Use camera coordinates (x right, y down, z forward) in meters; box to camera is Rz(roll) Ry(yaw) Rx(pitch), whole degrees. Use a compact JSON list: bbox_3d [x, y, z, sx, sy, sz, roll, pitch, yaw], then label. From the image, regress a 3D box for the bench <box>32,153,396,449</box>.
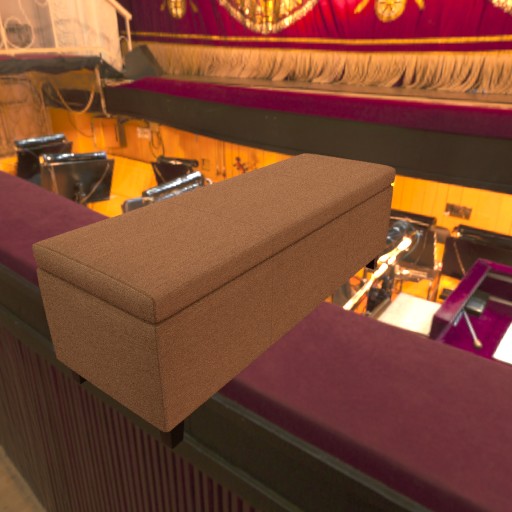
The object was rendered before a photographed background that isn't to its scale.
[{"bbox_3d":[0.000,0.000,1.483,0.446,0.438,1.269,18,31,33],"label":"bench"}]
